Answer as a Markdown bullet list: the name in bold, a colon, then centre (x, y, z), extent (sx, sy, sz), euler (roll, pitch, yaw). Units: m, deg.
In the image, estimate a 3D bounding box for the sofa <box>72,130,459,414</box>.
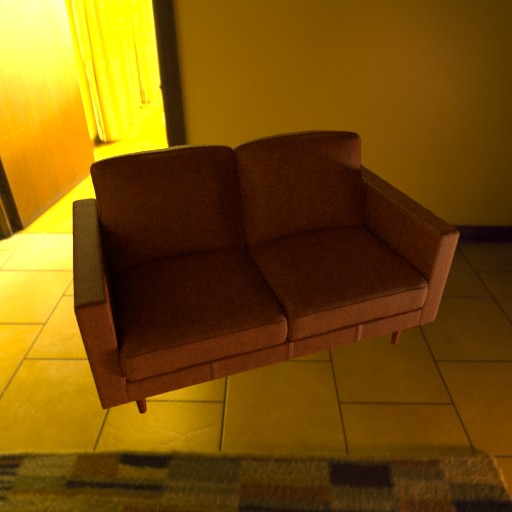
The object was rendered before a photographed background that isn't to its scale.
- **sofa**: centre (0.000, 0.000, 2.126), extent (1.578, 0.951, 0.909), euler (-11, 35, -16)
